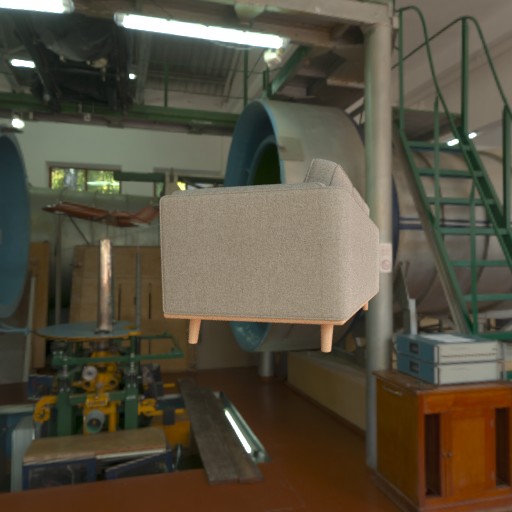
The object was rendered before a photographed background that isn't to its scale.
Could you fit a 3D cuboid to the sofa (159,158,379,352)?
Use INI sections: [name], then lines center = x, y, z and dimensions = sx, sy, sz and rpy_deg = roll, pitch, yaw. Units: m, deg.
[sofa]
center = 0.000, 0.000, 3.215
dimensions = 1.604, 0.929, 2.411
rpy_deg = 0, -1, 19
